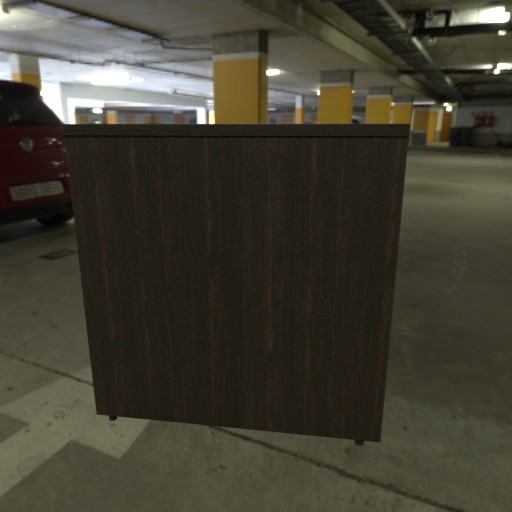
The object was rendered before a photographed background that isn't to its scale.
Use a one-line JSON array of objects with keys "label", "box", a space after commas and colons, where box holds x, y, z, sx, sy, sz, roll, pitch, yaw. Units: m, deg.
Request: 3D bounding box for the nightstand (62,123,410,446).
[{"label": "nightstand", "box": [0.000, 0.000, 0.810, 0.461, 0.460, 0.400, 2, 16, 8]}]
